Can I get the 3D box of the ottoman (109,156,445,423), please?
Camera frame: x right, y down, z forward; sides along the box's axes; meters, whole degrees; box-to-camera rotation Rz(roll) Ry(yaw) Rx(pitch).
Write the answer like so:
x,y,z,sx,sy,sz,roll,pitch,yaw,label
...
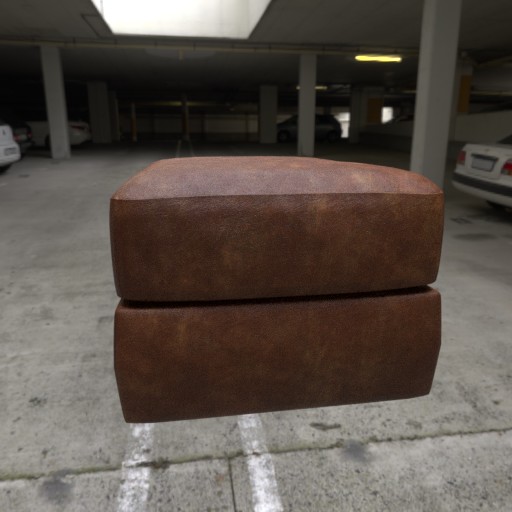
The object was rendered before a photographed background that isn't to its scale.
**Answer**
x,y,z,sx,sy,sz,roll,pitch,yaw,label
0.000,0.000,1.110,0.603,0.476,0.751,-2,14,-9,ottoman
